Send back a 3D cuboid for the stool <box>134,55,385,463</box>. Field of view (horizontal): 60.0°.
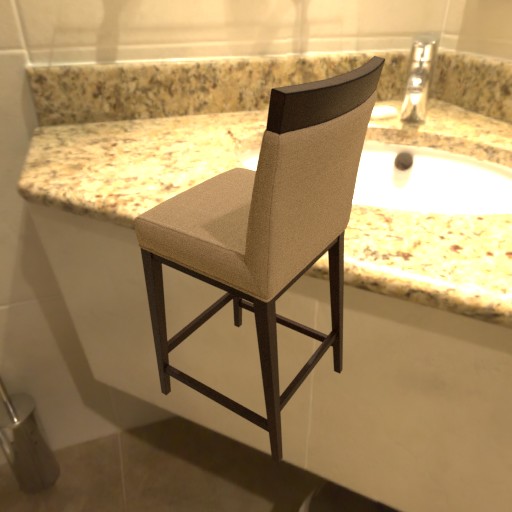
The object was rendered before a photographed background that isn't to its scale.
[{"bbox_3d":[0.000,0.000,1.374,0.531,1.117,0.511,20,37,28],"label":"stool"}]
